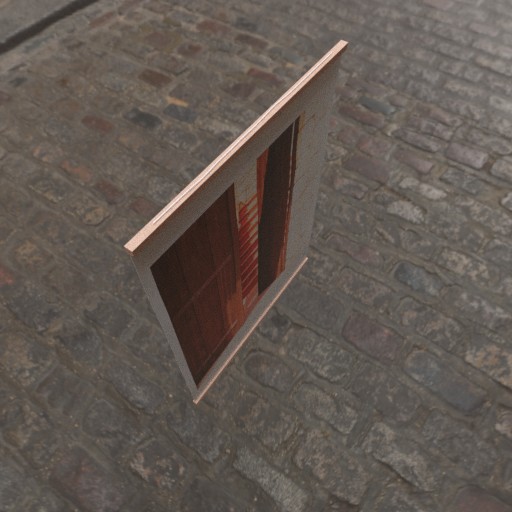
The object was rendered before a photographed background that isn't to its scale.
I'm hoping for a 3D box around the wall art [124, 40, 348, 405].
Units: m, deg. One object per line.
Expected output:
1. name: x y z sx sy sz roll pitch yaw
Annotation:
1. wall art: 0.000 0.000 1.347 0.020 1.013 0.758 31 62 18
